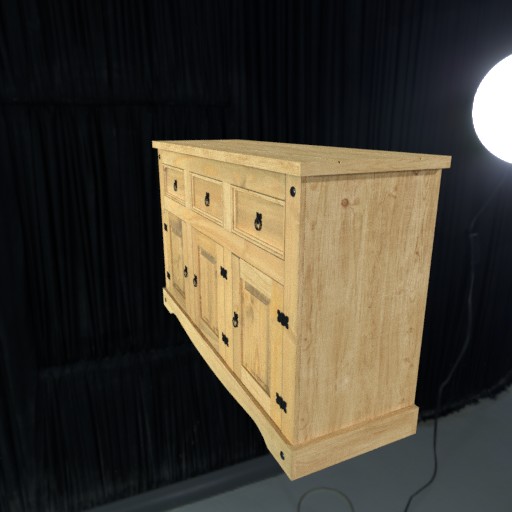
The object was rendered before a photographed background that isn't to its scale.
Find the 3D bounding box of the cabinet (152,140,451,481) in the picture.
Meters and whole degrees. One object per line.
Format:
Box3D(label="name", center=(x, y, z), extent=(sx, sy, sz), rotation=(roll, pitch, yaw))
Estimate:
Box3D(label="cabinet", center=(0.000, 0.000, 1.685), extent=(0.432, 0.810, 1.321), rotation=(-8, 18, -24))
